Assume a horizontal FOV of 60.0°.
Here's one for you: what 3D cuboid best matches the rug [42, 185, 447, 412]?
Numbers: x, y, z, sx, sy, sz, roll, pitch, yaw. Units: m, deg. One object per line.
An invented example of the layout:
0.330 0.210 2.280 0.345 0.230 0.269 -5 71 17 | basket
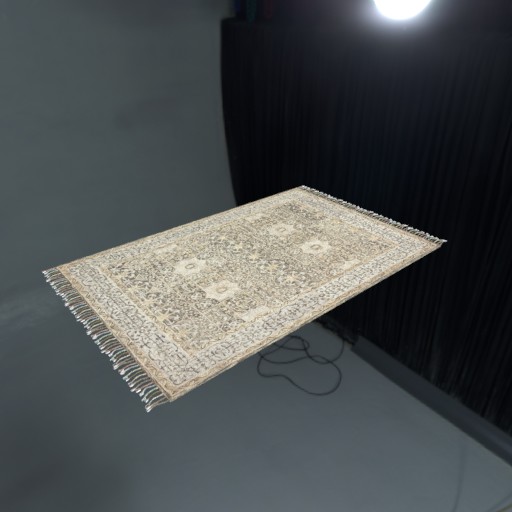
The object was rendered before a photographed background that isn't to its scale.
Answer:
0.000 0.000 2.553 2.029 0.010 1.237 -23 37 -34 | rug
